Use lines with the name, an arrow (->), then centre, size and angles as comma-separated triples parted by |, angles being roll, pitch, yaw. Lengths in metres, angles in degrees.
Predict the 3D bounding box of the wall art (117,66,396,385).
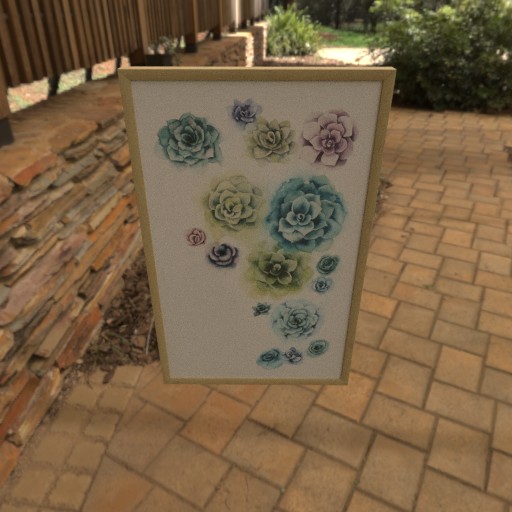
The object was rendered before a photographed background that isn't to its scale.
wall art -> 0.000, 0.000, 1.027 | 0.510, 0.810, 0.039 | 0, 30, 0
